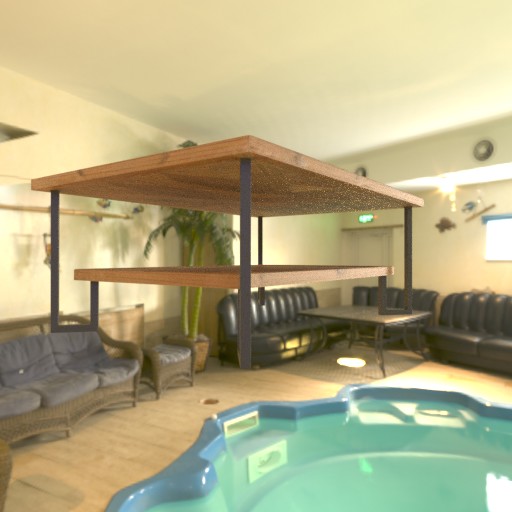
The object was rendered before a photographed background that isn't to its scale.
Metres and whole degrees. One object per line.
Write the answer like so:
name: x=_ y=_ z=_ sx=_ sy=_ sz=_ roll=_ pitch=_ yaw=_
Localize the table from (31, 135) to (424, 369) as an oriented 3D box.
table: x=0.000 y=0.000 z=1.654 sx=0.877 sy=0.492 sz=1.238 roll=0 pitch=0 yaw=36
